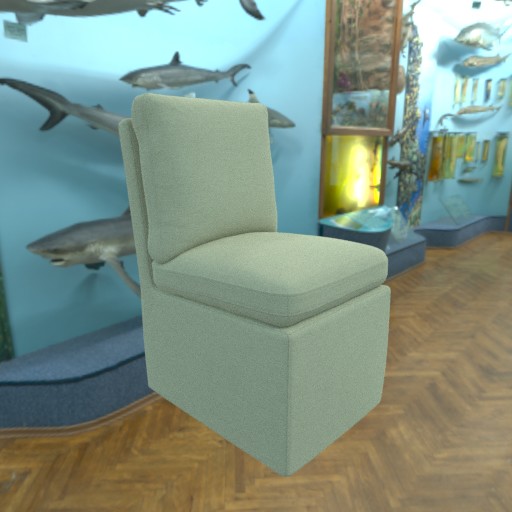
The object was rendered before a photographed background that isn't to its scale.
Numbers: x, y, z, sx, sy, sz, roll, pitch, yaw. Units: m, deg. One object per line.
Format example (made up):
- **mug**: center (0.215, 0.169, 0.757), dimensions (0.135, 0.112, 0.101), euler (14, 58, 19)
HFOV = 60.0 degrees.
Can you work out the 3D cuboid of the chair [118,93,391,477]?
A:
- **chair**: center (0.000, 0.000, 1.342), dimensions (0.698, 0.927, 0.503), euler (13, 19, 42)
